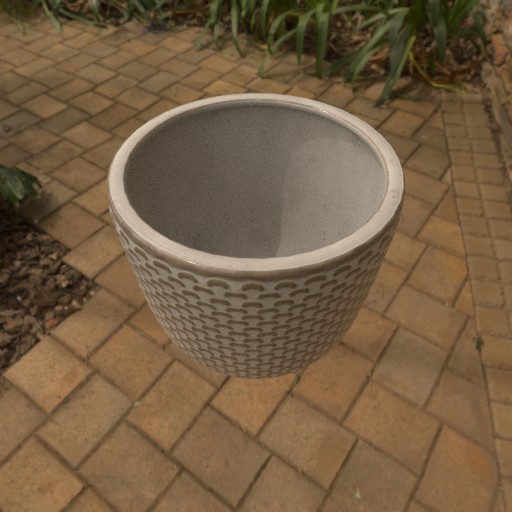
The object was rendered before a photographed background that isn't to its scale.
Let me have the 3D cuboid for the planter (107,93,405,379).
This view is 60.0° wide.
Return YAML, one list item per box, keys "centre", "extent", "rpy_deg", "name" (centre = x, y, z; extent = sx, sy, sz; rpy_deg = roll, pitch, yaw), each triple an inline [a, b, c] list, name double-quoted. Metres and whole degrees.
- centre: [0.000, 0.000, 0.316]
  extent: [0.173, 0.160, 0.173]
  rpy_deg: [0, 47, 0]
  name: "planter"
